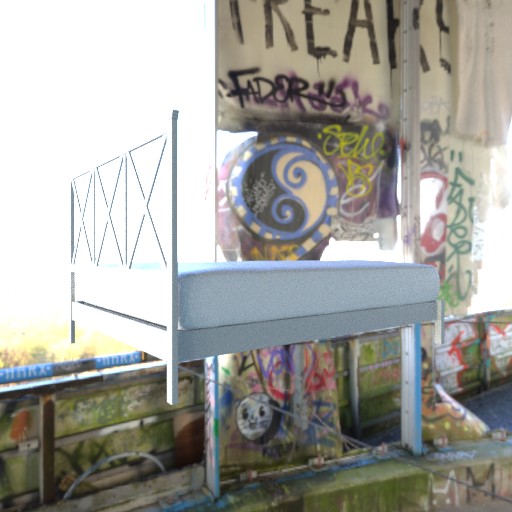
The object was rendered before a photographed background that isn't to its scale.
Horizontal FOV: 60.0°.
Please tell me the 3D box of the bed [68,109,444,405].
[{"bbox_3d":[0.000,0.000,3.175,2.135,1.253,1.673,0,0,-37],"label":"bed"}]
